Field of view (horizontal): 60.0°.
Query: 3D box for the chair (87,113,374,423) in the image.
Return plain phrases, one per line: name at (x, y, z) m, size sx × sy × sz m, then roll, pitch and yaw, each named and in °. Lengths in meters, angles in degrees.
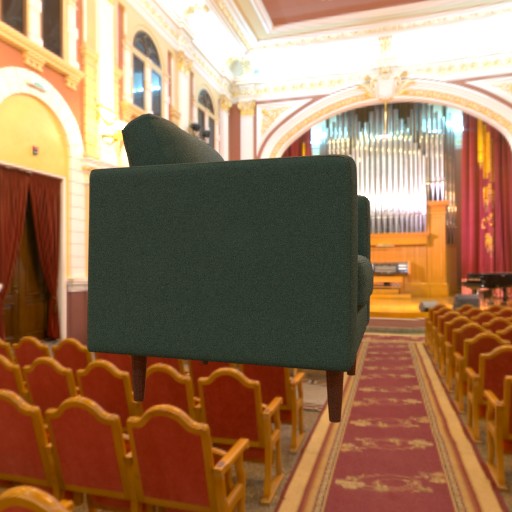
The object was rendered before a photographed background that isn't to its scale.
chair at (0.000, 0.000, 1.583) m, size 0.800 × 0.927 × 0.855 m, roll 0°, pitch -1°, yaw 17°
